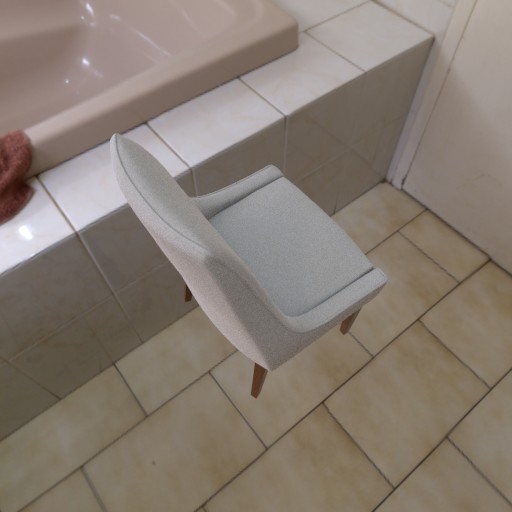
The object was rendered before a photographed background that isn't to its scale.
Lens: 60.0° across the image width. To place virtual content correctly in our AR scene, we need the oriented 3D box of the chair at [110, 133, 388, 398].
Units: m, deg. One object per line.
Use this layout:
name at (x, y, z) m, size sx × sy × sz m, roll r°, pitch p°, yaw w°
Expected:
chair at (0.000, 0.000, 1.219) m, size 0.544 × 0.861 × 0.529 m, roll -31°, pitch 63°, yaw -18°
